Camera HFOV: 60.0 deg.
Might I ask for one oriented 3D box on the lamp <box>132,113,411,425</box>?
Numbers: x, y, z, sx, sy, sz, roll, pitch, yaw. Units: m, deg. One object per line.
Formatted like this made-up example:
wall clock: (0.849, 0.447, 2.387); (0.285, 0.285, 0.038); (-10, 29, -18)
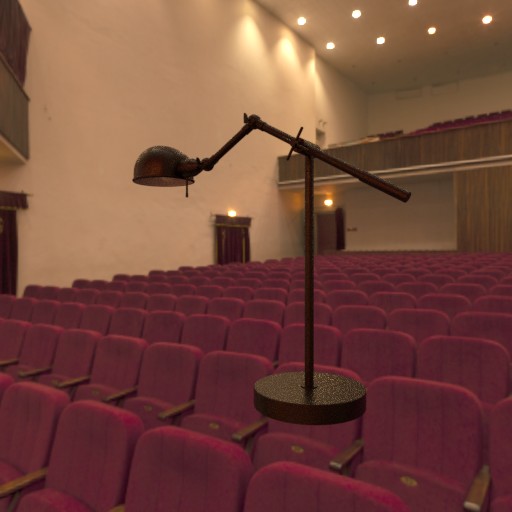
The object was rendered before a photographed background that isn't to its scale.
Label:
lamp: (0.000, 0.000, 0.804); (0.567, 0.495, 0.185); (0, 0, 36)
